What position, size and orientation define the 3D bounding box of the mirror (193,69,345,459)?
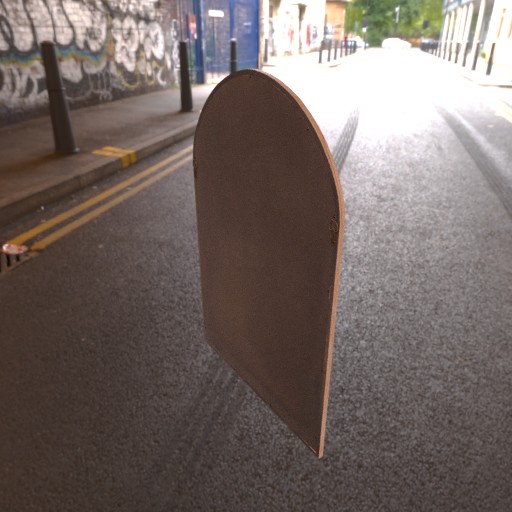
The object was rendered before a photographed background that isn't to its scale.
[{"bbox_3d":[0.000,0.000,1.175,0.032,0.915,0.609,-17,31,-31],"label":"mirror"}]
